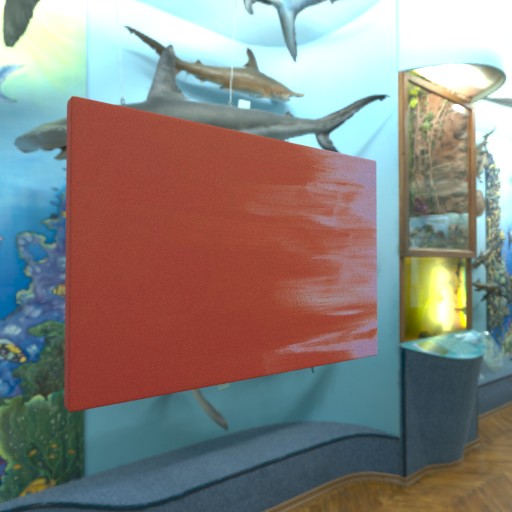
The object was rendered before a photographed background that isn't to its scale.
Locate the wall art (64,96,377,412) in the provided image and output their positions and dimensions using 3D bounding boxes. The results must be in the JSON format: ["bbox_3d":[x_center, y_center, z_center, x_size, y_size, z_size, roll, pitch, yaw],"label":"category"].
[{"bbox_3d":[0.000,0.000,1.134,0.913,0.609,0.040,1,-1,-36],"label":"wall art"}]
